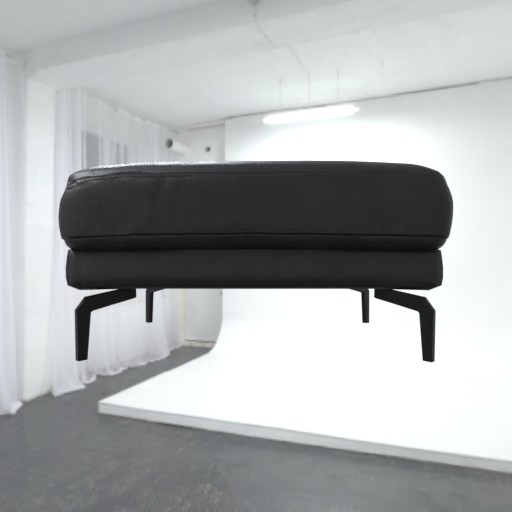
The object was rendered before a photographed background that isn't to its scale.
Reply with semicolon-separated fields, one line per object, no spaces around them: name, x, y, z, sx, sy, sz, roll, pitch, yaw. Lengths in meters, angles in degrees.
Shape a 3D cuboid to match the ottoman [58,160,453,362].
ottoman;0.000;0.000;1.092;0.764;0.402;0.570;0;0;1
